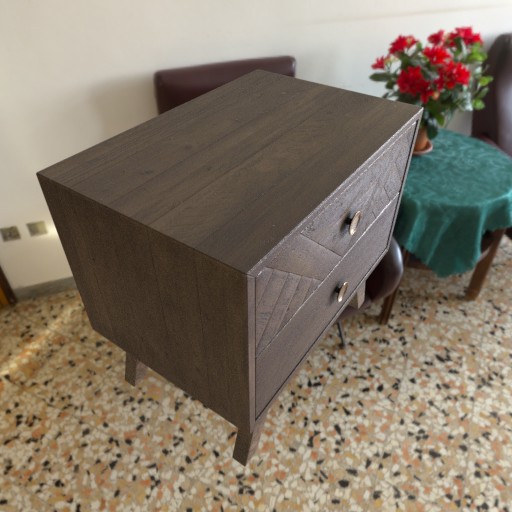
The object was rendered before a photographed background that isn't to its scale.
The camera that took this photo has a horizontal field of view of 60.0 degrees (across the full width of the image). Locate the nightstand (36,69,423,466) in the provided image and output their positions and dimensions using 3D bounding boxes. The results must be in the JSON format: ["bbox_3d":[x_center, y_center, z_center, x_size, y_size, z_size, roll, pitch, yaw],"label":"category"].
[{"bbox_3d":[0.000,0.000,1.040,0.450,0.599,0.650,25,46,26],"label":"nightstand"}]
